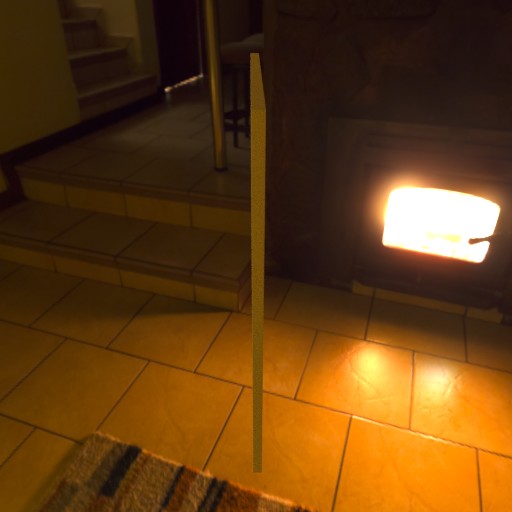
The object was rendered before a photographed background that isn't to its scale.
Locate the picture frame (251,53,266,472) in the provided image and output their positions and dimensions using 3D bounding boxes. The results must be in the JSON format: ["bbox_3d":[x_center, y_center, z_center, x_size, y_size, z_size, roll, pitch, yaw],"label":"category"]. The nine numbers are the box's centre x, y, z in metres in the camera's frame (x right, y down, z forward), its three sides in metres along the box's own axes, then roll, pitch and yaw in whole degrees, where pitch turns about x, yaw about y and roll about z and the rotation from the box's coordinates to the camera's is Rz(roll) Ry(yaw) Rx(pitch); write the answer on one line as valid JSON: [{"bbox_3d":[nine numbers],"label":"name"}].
[{"bbox_3d":[0.000,0.000,0.594,0.011,0.459,0.326,0,31,-1],"label":"picture frame"}]
